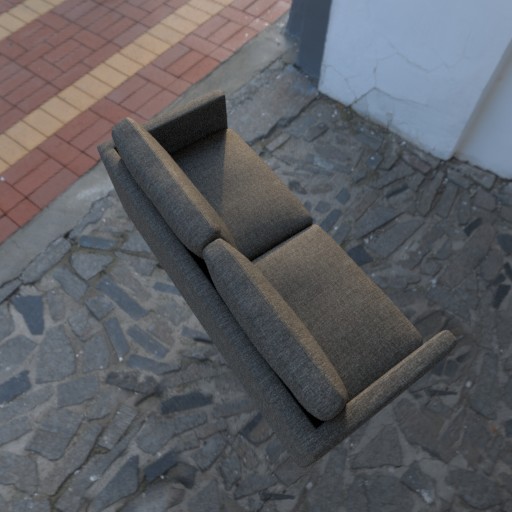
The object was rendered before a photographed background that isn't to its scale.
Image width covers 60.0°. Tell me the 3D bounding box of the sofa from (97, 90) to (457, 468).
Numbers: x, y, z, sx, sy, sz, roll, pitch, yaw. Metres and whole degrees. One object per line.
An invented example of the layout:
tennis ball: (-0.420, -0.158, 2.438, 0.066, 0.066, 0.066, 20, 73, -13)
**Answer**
sofa: (0.000, 0.000, 2.702, 0.948, 0.960, 2.208, -31, 65, -16)
